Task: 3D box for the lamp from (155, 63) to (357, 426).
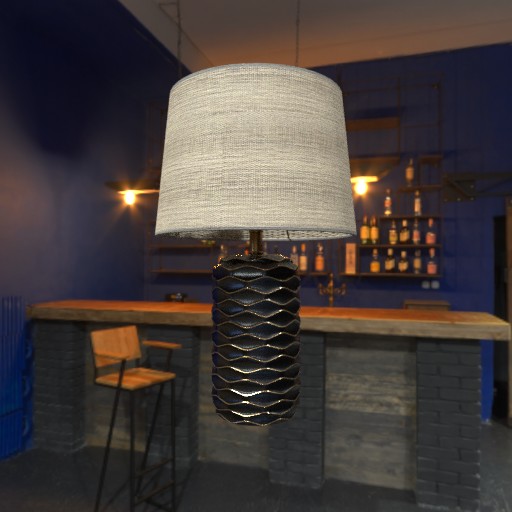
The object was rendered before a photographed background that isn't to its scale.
[{"bbox_3d":[0.000,0.000,0.846,0.376,0.594,0.376,0,-1,0],"label":"lamp"}]
